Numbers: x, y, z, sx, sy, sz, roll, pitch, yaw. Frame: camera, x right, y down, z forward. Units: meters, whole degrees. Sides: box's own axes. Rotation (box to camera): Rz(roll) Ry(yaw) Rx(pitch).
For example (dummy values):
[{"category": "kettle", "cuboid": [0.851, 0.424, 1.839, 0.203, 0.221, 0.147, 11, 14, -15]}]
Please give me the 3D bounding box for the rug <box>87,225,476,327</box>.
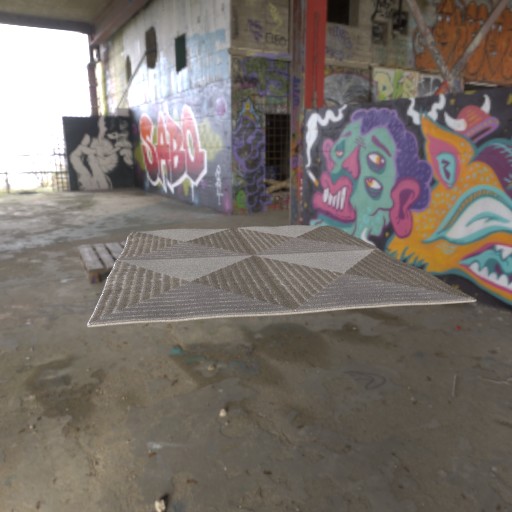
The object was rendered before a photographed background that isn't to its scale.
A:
[{"category": "rug", "cuboid": [0.000, 0.000, 0.904, 0.551, 0.008, 0.642, -2, 14, -10]}]
